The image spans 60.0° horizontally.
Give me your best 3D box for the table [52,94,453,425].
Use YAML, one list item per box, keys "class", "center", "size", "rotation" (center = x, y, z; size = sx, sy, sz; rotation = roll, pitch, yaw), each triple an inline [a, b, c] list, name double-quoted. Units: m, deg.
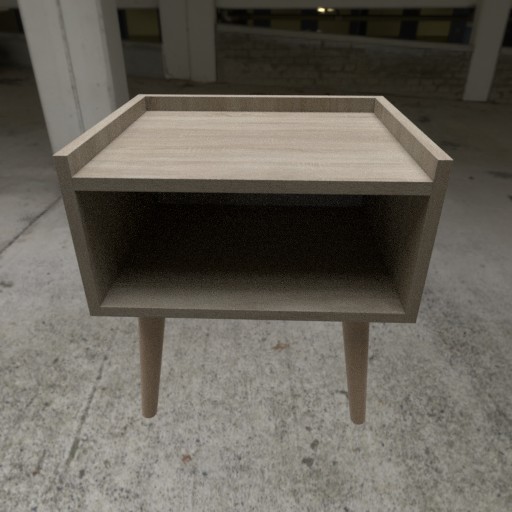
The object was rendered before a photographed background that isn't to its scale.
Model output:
- class: "table"
  center: [0.000, 0.000, 0.775]
  size: [0.450, 0.470, 0.370]
  rotation: [1, 30, 2]
